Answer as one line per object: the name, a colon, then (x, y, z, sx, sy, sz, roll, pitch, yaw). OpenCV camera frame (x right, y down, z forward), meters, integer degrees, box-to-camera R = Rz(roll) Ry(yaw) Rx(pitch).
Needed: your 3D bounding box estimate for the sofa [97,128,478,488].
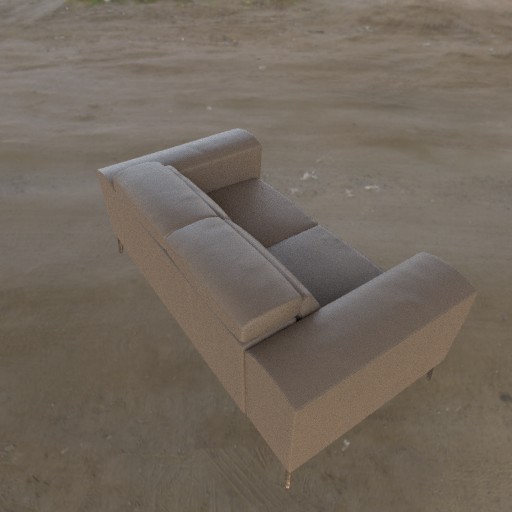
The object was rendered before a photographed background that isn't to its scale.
sofa: (0.000, 0.000, 2.370, 1.003, 0.779, 1.895, -24, 47, -25)
